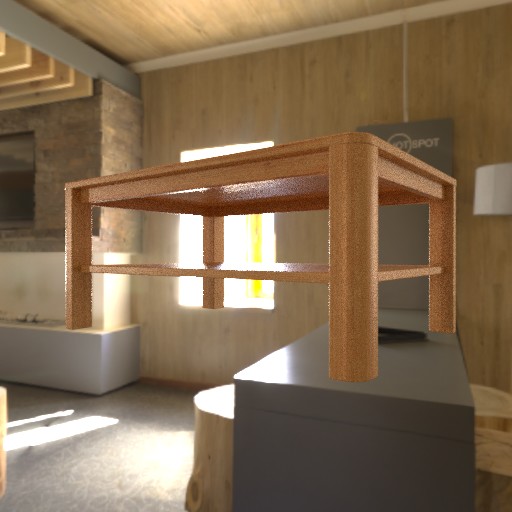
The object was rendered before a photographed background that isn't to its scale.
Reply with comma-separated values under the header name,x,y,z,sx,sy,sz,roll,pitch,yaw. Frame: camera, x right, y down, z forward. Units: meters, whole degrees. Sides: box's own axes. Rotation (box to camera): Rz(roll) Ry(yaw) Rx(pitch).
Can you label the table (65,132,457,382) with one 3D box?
name,x,y,z,sx,sy,sz,roll,pitch,yaw
table,0.000,0.000,1.347,0.997,0.445,0.696,0,0,37
